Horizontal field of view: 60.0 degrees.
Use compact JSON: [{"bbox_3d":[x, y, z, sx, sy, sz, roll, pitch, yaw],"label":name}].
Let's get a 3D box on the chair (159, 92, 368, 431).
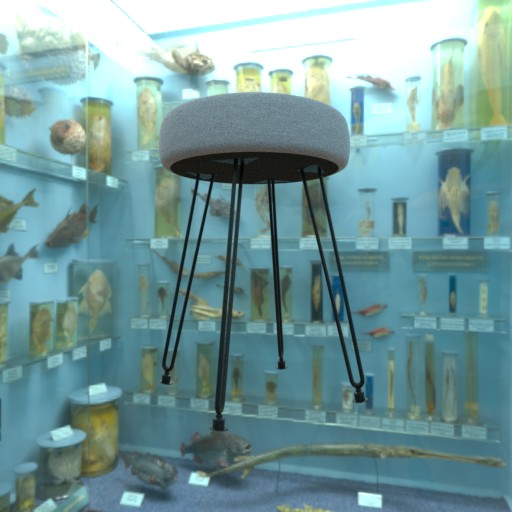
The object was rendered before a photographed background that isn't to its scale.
[{"bbox_3d":[0.000,0.000,0.712,0.350,0.440,0.350,0,0,17],"label":"chair"}]
